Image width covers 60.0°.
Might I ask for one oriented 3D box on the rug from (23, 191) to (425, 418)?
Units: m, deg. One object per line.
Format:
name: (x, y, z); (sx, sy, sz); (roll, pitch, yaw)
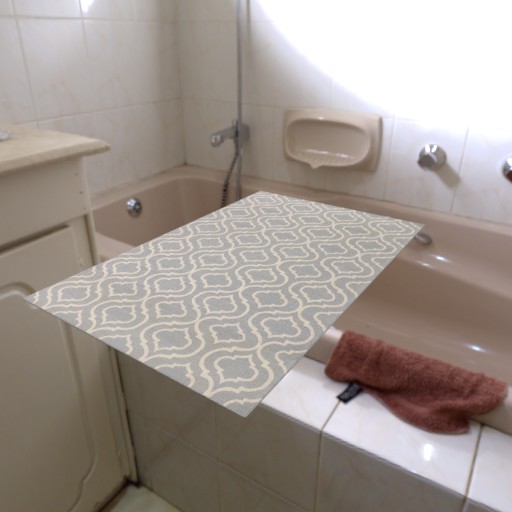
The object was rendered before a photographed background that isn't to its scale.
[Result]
rug: (0.000, 0.000, 2.185); (1.141, 0.015, 1.749); (17, 31, 31)
